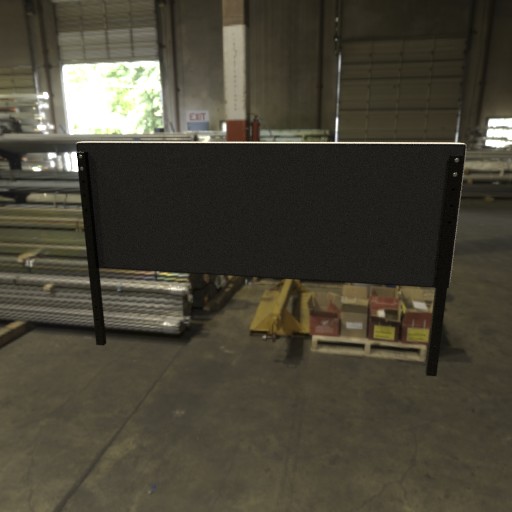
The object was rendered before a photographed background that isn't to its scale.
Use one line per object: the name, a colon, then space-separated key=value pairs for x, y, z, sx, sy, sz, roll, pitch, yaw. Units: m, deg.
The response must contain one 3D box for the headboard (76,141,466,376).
headboard: x=0.000 y=0.000 z=2.832 sx=2.362 sy=1.410 sz=0.120 roll=3 pitch=16 yaw=10
